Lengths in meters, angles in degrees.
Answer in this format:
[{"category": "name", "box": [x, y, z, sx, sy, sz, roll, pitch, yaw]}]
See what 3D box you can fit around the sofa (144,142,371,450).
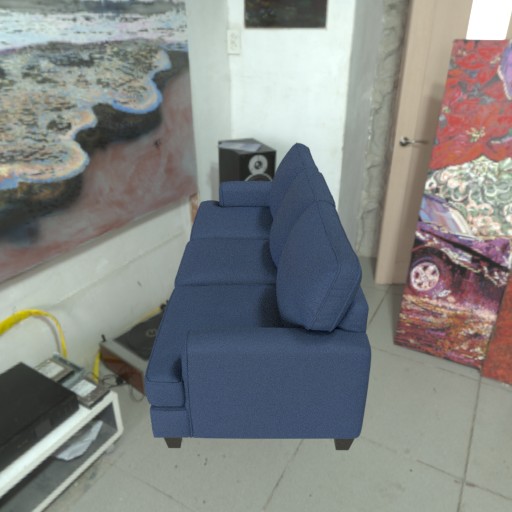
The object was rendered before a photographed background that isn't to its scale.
[{"category": "sofa", "box": [0.000, 0.000, 2.734, 0.951, 0.965, 2.158, 0, 27, 0]}]
